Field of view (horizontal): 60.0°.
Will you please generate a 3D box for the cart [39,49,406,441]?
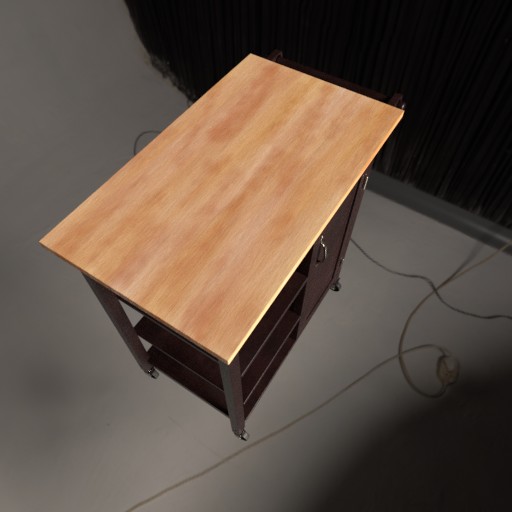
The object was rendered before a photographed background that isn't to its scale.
[{"bbox_3d":[0.000,0.000,1.410,0.472,0.878,0.914,28,61,18],"label":"cart"}]
